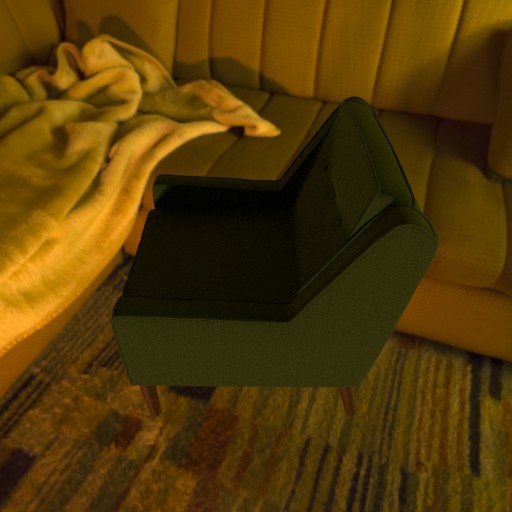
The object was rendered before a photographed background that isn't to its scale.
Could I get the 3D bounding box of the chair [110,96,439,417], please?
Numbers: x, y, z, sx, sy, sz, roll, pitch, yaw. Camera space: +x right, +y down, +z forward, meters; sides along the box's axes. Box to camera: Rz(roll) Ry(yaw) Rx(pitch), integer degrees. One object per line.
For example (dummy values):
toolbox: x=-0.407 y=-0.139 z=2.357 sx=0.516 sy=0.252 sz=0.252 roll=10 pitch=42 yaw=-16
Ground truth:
chair: x=0.000 y=0.000 z=1.348 sx=0.743 sy=0.792 sz=0.663 roll=0 pitch=41 yaw=0
